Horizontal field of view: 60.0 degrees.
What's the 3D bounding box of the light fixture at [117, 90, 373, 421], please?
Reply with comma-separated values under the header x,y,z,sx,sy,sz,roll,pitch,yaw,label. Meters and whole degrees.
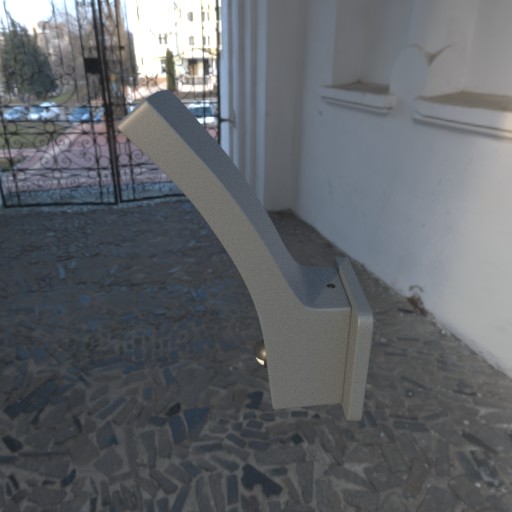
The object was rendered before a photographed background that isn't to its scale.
x,y,z,sx,sy,sz,roll,pitch,yaw,label
0.000,0.000,0.348,0.174,0.243,0.108,0,24,0,light fixture
